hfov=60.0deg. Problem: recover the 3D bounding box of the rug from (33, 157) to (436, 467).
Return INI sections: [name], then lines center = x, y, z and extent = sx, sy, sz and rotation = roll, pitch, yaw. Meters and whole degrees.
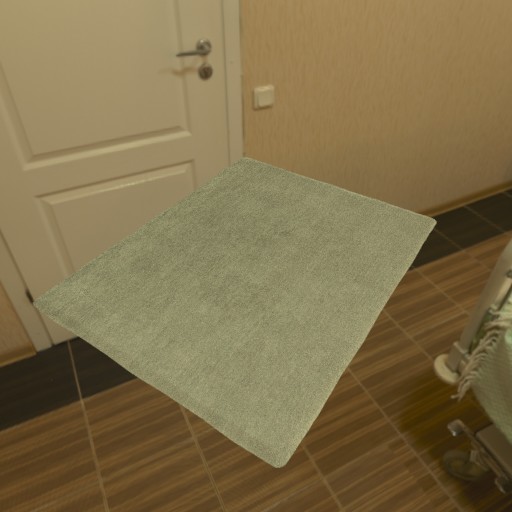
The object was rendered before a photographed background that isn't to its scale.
[rug]
center = 0.000, 0.000, 3.895
extent = 2.332, 0.027, 2.933
rotation = 24, 46, 25
